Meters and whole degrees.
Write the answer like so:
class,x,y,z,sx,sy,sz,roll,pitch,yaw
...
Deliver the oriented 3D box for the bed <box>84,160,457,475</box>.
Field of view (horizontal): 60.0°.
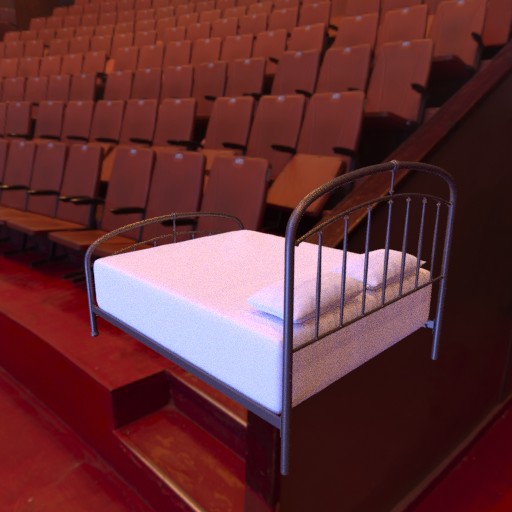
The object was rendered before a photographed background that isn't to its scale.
class,x,y,z,sx,sy,sz,roll,pitch,yaw
bed,0.000,0.000,3.273,1.711,1.475,2.168,-15,21,-42
